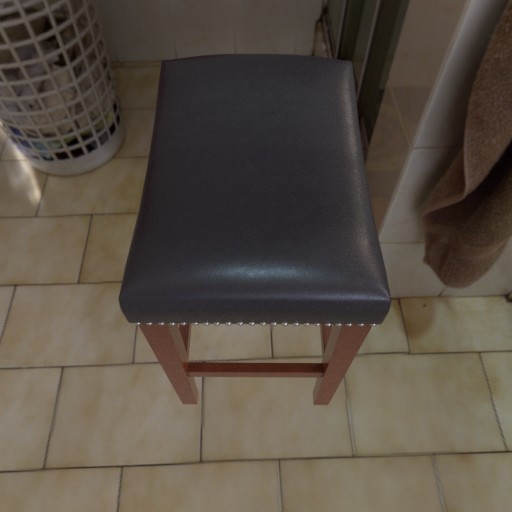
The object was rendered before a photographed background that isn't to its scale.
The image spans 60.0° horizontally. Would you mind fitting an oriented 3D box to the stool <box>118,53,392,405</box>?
[{"bbox_3d":[0.000,0.000,0.953,0.372,0.654,0.504,0,59,0],"label":"stool"}]
